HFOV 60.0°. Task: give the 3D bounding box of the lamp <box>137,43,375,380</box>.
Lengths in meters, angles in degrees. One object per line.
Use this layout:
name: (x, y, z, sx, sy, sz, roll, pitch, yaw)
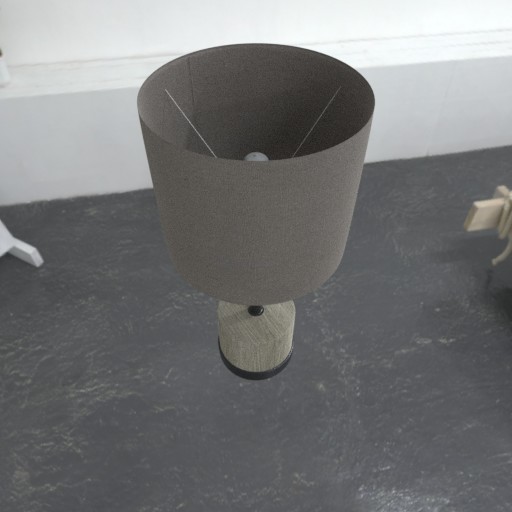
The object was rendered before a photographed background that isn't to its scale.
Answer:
lamp: (0.000, 0.000, 0.601, 0.229, 0.470, 0.229, -25, 52, -21)
